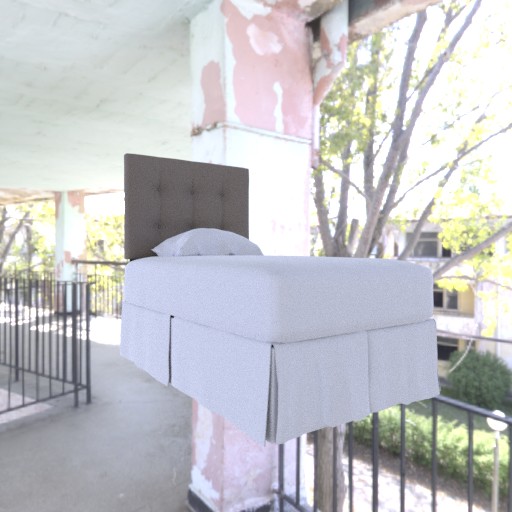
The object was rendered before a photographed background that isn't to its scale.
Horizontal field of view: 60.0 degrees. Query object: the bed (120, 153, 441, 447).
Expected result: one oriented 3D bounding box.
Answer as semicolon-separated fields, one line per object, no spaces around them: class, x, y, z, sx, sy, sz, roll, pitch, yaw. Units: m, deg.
bed;0.000;0.000;2.963;1.261;1.571;1.997;-1;1;-35
